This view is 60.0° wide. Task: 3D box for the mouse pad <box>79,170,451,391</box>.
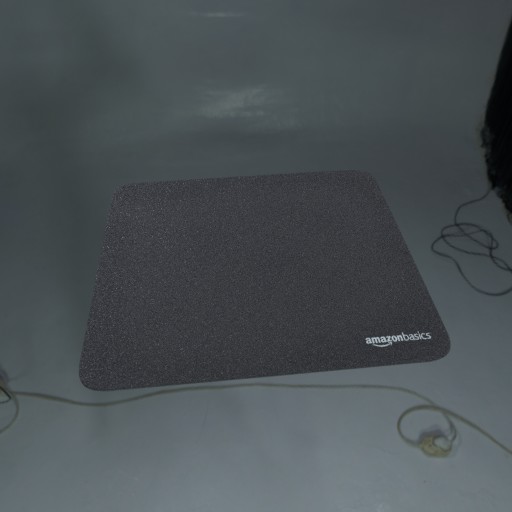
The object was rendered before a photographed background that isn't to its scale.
[{"bbox_3d":[0.000,0.000,0.451,0.315,0.002,0.269,-4,47,-4],"label":"mouse pad"}]
